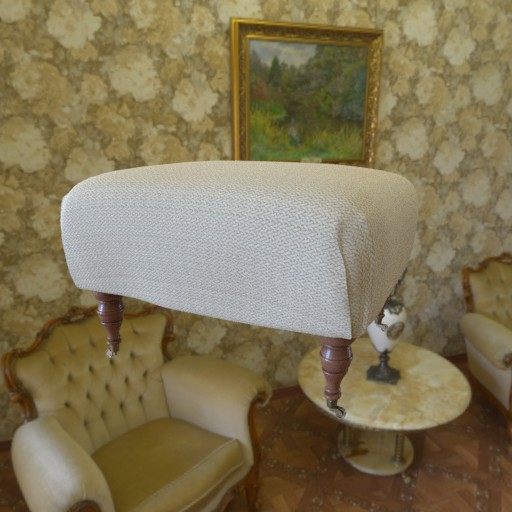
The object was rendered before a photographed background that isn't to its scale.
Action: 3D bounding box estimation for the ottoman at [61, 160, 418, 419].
[{"bbox_3d":[0.000,0.000,1.070,0.684,0.447,0.622,7,15,25],"label":"ottoman"}]
